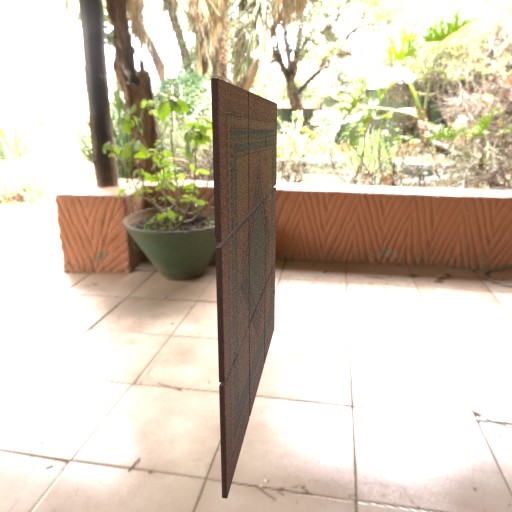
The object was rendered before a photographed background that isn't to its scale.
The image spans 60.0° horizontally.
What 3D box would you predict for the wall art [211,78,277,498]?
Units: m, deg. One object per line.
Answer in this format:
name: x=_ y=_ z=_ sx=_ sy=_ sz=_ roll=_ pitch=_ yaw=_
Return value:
wall art: x=0.000 y=0.000 z=1.339 sx=0.013 sy=0.914 sz=0.915 roll=3 pitch=16 yaw=9
